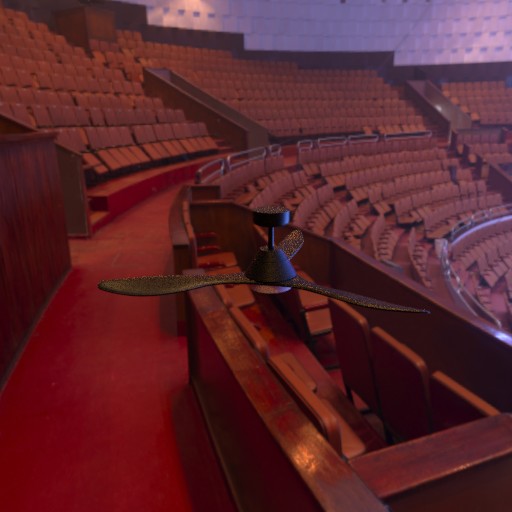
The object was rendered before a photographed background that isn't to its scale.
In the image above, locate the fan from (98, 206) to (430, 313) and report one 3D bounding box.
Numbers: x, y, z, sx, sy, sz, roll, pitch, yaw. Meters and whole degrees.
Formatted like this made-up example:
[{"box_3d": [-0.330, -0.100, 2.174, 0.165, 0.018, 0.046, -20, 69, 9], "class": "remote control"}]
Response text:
[{"box_3d": [0.000, 0.000, 1.620, 1.067, 0.305, 1.067, -9, 19, -27], "class": "fan"}]
